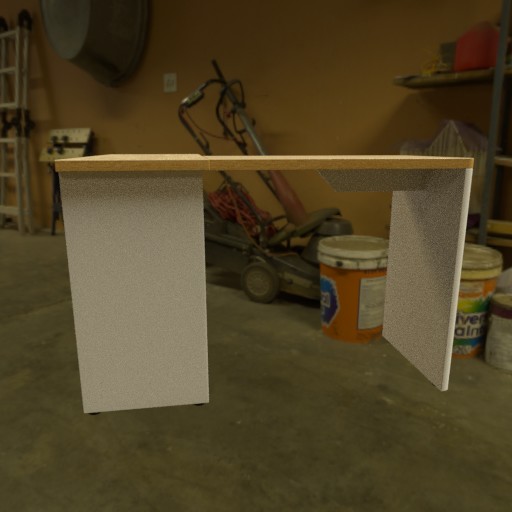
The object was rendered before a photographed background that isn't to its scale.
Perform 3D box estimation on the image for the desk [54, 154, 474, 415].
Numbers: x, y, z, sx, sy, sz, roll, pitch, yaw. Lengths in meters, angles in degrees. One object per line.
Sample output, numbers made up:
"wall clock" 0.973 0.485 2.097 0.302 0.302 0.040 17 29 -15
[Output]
"desk" 0.000 0.000 1.725 1.170 0.760 0.900 -2 14 -9
